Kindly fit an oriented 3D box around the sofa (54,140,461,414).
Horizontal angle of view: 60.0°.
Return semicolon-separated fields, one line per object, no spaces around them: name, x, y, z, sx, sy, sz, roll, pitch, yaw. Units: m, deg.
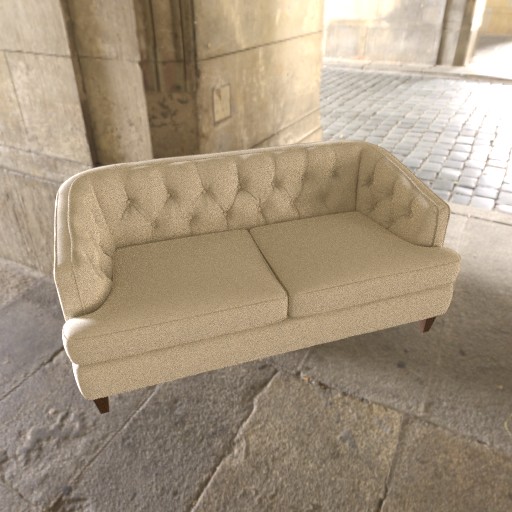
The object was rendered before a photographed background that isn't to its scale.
sofa;0.000;0.000;2.186;1.733;0.855;0.941;-10;33;-16
